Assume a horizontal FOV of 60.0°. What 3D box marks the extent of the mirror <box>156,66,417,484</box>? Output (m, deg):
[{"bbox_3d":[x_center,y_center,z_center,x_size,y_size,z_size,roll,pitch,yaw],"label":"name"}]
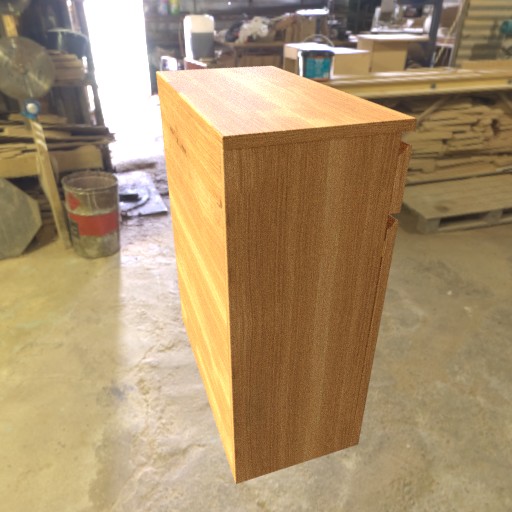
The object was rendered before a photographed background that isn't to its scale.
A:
[{"bbox_3d":[0.000,0.000,1.400,0.400,1.000,0.800,-10,32,-16],"label":"mirror"}]
